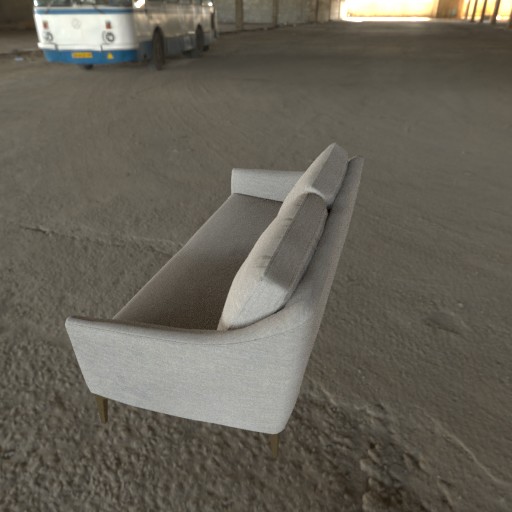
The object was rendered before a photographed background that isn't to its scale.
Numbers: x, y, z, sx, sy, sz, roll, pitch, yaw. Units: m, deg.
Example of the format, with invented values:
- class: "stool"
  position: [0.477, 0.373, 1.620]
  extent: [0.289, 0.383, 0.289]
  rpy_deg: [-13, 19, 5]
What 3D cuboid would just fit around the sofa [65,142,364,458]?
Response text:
- class: "sofa"
  position: [0.000, 0.000, 2.537]
  extent: [0.980, 0.913, 2.036]
  rpy_deg: [9, 30, 15]
